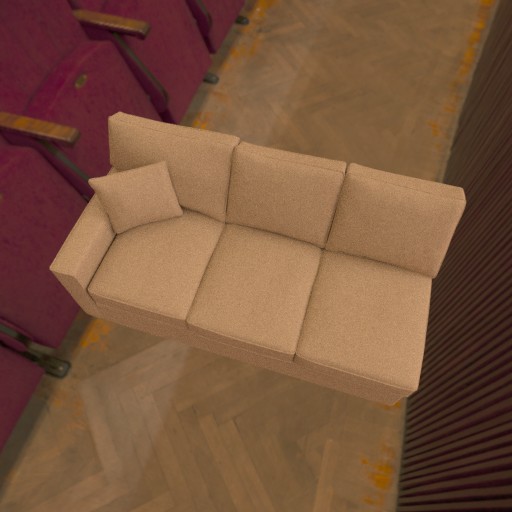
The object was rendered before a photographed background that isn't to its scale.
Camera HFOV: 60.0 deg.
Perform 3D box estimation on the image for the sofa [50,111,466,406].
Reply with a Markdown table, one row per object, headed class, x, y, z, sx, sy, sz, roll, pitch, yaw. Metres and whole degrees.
| class | x | y | z | sx | sy | sz | roll | pitch | yaw |
| --- | --- | --- | --- | --- | --- | --- | --- | --- | --- |
| sofa | 0.000 | 0.000 | 2.526 | 1.962 | 0.946 | 1.034 | 15 | 60 | 9 |
